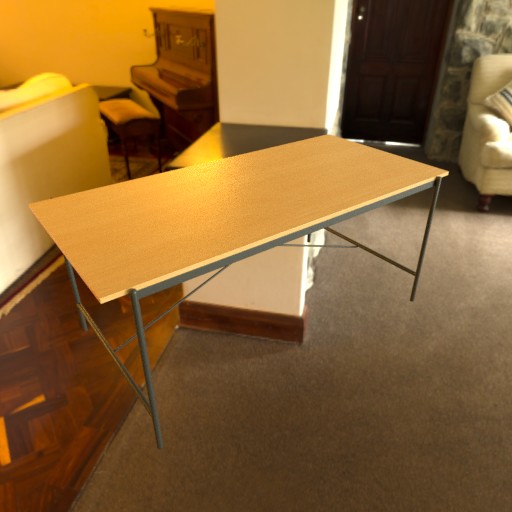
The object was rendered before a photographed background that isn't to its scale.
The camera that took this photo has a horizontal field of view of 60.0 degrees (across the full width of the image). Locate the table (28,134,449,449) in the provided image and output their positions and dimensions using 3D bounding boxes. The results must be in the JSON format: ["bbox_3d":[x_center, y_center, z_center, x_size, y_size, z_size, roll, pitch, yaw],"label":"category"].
[{"bbox_3d":[0.000,0.000,2.265,1.800,0.758,0.900,-21,37,-31],"label":"table"}]
